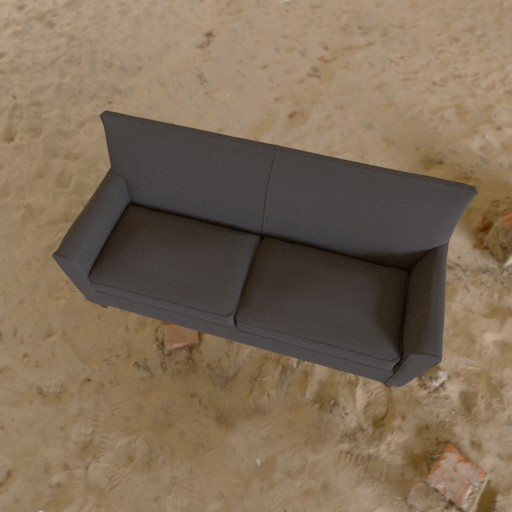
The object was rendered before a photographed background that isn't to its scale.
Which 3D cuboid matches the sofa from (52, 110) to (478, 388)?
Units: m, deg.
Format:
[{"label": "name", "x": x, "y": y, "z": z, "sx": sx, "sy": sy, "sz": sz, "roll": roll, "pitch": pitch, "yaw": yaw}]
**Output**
[{"label": "sofa", "x": 0.000, "y": 0.000, "z": 2.456, "sx": 2.002, "sy": 0.907, "sz": 0.843, "roll": 14, "pitch": 59, "yaw": 9}]
